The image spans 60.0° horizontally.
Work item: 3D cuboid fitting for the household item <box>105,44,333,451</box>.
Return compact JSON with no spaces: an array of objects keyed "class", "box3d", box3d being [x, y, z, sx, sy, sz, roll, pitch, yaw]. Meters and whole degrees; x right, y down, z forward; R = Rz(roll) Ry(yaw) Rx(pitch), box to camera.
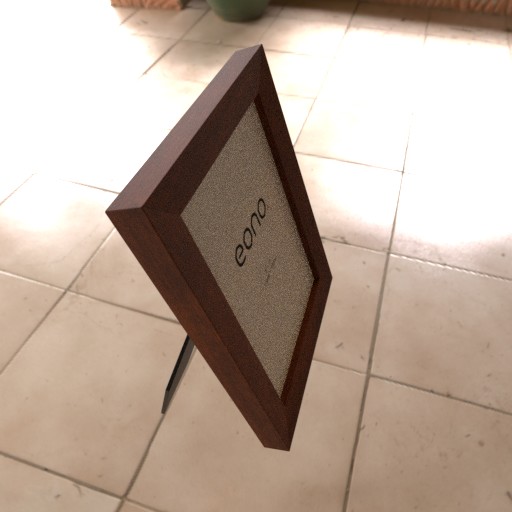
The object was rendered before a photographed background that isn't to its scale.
[{"class":"household item","box3d":[0.000,0.000,0.289,0.096,0.204,0.160,13,48,12]}]
